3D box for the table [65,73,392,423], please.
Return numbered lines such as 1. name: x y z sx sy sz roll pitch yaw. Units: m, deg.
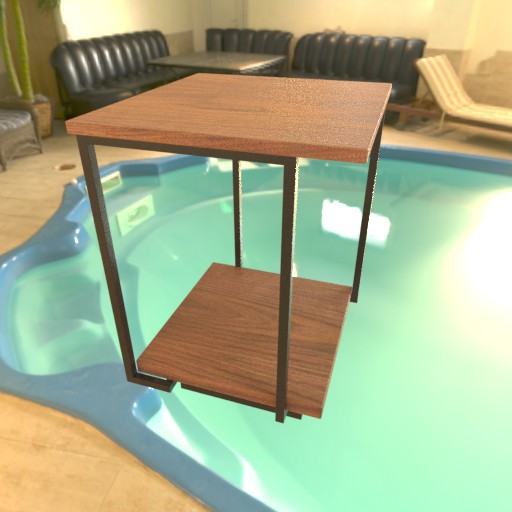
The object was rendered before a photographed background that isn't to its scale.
1. table: 0.000 0.000 0.832 0.384 0.567 0.411 10 32 16
